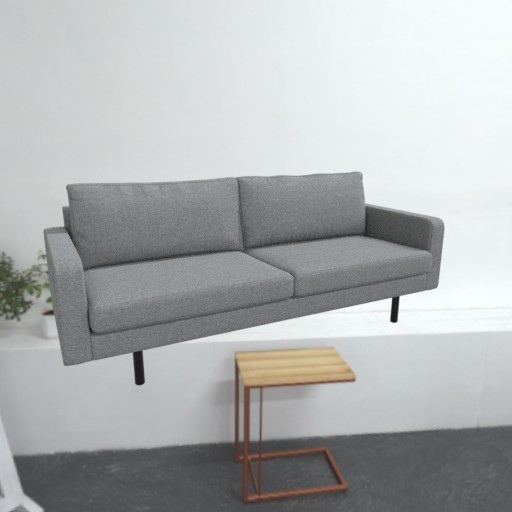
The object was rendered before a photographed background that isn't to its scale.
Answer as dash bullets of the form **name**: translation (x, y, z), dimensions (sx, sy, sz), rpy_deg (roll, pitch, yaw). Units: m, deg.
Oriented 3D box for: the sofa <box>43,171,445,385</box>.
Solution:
- **sofa**: translation (0.000, 0.000, 2.604), dimensions (2.200, 0.880, 0.880), rpy_deg (-8, 17, -26)
